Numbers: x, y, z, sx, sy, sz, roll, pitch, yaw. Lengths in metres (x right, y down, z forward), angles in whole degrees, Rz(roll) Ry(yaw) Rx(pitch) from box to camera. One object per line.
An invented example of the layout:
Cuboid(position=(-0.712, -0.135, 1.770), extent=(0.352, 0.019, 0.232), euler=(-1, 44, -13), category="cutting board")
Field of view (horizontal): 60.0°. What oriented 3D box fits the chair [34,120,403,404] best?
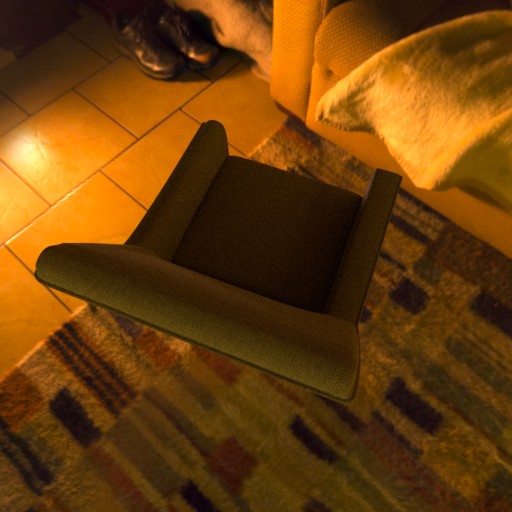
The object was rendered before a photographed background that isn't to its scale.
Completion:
Cuboid(position=(0.000, 0.000, 1.524), extent=(0.780, 0.919, 0.899), euler=(19, 65, 10), category="chair")
